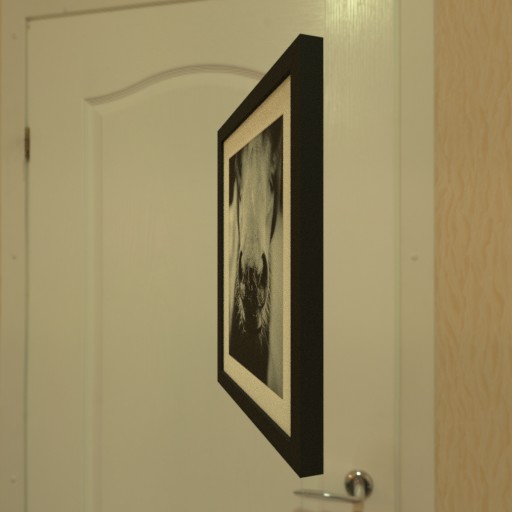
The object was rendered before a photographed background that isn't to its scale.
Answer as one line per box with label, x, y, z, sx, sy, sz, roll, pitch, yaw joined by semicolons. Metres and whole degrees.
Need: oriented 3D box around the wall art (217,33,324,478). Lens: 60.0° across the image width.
wall art;0.000;0.000;0.779;0.033;0.559;0.457;0;0;-18
